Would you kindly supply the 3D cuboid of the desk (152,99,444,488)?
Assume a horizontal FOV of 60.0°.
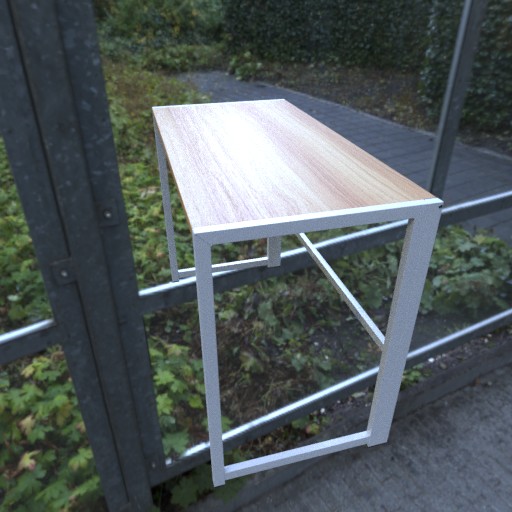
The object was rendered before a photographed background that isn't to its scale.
[{"bbox_3d":[0.000,0.000,1.449,0.508,0.762,1.016,-8,32,-13],"label":"desk"}]
